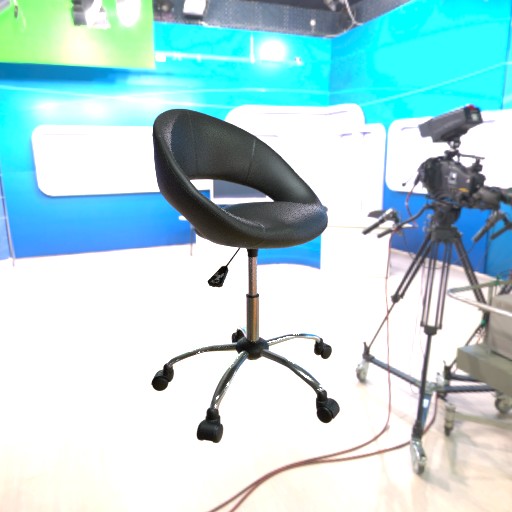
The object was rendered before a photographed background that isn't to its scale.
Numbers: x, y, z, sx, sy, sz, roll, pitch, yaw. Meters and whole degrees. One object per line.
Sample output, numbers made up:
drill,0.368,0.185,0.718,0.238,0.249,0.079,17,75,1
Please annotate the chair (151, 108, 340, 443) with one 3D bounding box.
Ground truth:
chair,0.000,0.000,1.224,0.538,0.791,0.612,7,15,27
